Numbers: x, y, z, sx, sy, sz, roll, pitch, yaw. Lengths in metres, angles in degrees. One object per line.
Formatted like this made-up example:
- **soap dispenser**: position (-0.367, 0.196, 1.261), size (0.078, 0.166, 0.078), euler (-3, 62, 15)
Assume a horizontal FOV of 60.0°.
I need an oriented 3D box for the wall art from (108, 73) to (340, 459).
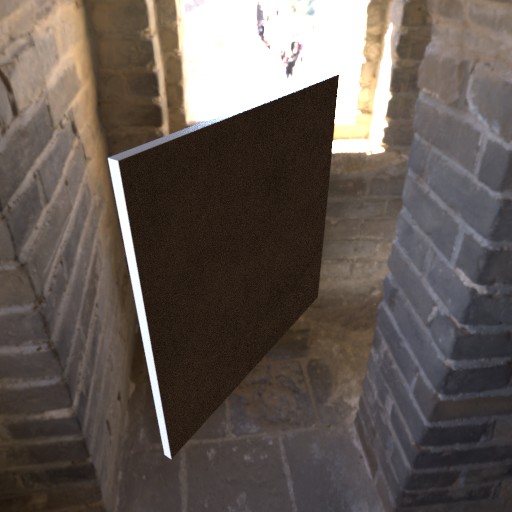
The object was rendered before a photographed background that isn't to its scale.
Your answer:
- **wall art**: position (0.000, 0.000, 0.989), size (0.020, 0.661, 0.664), euler (20, 38, 28)
